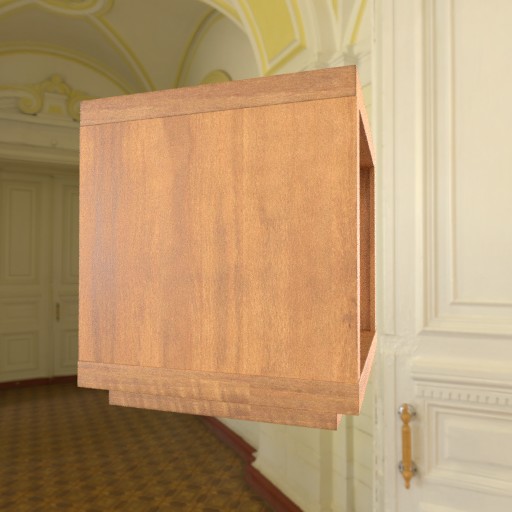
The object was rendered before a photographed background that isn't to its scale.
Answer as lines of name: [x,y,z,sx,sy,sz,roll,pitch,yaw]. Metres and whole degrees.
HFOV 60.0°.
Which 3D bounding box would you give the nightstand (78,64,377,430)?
nightstand: [0.000,0.000,0.872,0.436,0.491,0.493,0,-1,18]
